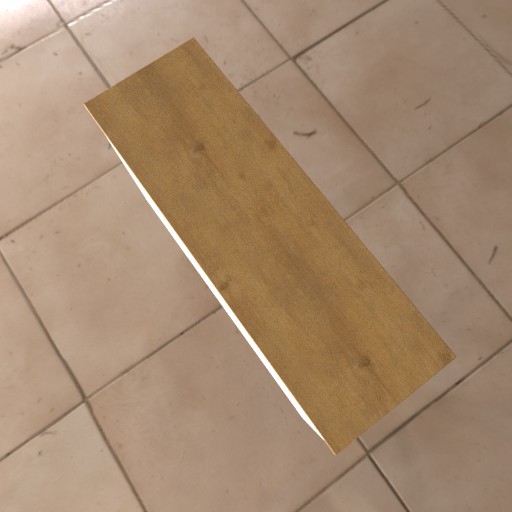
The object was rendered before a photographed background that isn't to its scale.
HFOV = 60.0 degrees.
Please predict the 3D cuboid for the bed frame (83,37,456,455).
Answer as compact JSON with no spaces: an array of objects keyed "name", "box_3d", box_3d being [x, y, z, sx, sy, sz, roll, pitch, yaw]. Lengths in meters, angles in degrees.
[{"name":"bed frame","box_3d":[0.000,0.000,1.740,0.430,0.850,1.300,-35,78,-8]}]
